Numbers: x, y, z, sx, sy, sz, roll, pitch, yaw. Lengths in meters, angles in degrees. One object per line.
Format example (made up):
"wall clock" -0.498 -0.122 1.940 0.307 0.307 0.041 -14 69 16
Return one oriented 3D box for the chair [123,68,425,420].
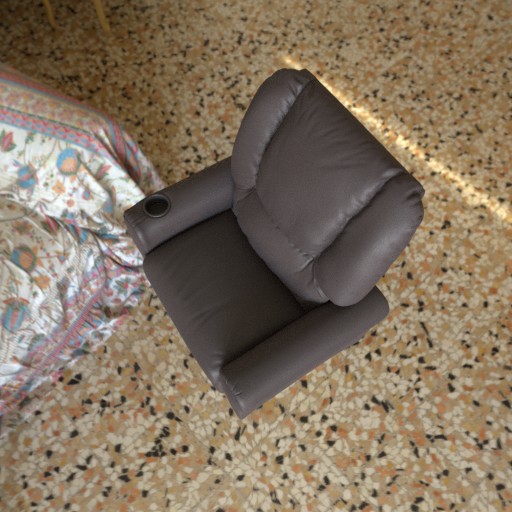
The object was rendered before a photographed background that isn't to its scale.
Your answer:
"chair" 0.000 0.000 1.129 0.521 0.709 0.610 -30 68 -14
